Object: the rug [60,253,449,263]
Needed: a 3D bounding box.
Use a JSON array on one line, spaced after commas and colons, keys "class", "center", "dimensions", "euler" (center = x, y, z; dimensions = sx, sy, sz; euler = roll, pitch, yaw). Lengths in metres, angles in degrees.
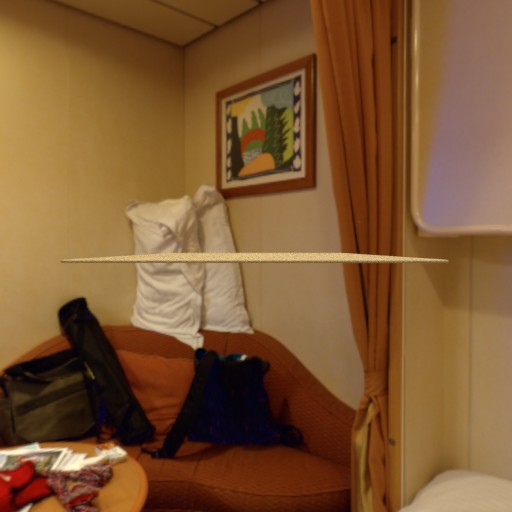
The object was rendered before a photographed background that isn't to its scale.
[{"class": "rug", "center": [0.000, 0.000, 2.296], "dimensions": [1.219, 0.010, 1.829], "euler": [0, 1, 0]}]
